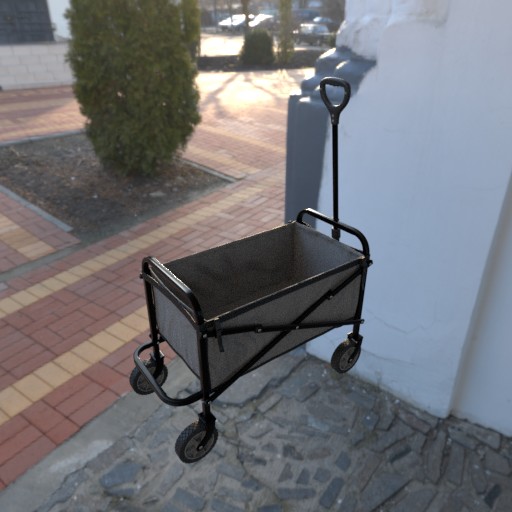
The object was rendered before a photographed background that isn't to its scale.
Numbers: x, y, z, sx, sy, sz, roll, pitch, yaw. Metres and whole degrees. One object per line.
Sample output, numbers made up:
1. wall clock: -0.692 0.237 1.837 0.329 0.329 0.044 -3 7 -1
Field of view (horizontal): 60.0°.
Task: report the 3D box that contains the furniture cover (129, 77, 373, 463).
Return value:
1. furniture cover: 0.000 0.000 1.786 1.038 1.295 0.532 -19 34 -32
